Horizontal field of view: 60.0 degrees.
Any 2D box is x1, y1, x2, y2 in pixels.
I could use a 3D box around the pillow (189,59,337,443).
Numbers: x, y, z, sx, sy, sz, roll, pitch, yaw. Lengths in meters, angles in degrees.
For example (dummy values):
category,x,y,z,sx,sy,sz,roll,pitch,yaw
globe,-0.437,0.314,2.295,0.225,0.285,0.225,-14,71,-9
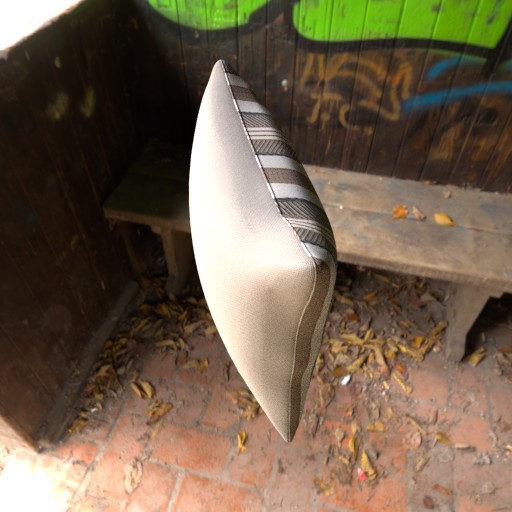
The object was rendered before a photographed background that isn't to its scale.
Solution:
category,x,y,z,sx,sy,sz,roll,pitch,yaw
pillow,0.000,0.000,0.643,0.173,0.401,0.416,-10,48,-10
